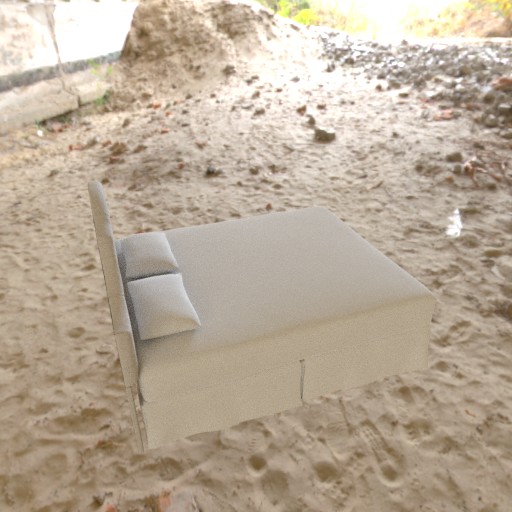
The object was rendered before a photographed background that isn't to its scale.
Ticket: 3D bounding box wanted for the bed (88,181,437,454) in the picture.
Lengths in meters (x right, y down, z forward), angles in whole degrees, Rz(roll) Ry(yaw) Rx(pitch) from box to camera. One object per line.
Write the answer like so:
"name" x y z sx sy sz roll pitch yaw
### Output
"bed" 0.000 0.000 3.836 2.477 1.617 2.039 -11 32 -18
